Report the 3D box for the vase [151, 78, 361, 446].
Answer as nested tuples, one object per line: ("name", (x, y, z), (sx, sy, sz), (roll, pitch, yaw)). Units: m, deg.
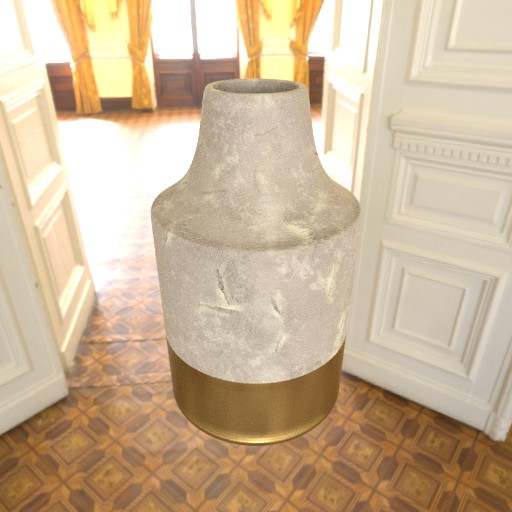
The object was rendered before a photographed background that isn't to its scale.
("vase", (0.000, 0.000, 0.419), (0.184, 0.305, 0.184), (0, 30, 0))
